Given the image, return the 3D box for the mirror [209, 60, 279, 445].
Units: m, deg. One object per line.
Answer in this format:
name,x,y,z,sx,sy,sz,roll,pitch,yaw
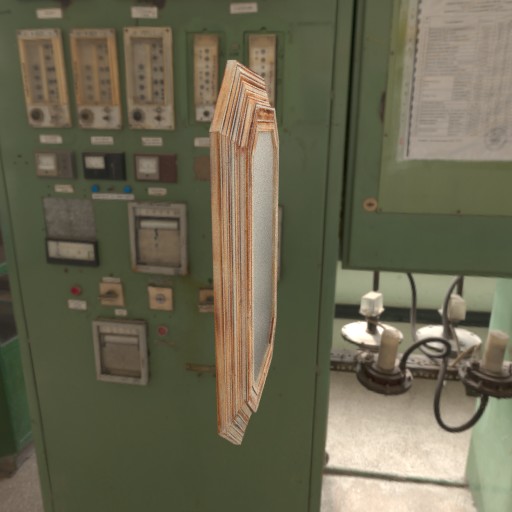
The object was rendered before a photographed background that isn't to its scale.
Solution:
mirror,0.000,0.000,1.304,0.061,1.015,0.709,3,17,10
